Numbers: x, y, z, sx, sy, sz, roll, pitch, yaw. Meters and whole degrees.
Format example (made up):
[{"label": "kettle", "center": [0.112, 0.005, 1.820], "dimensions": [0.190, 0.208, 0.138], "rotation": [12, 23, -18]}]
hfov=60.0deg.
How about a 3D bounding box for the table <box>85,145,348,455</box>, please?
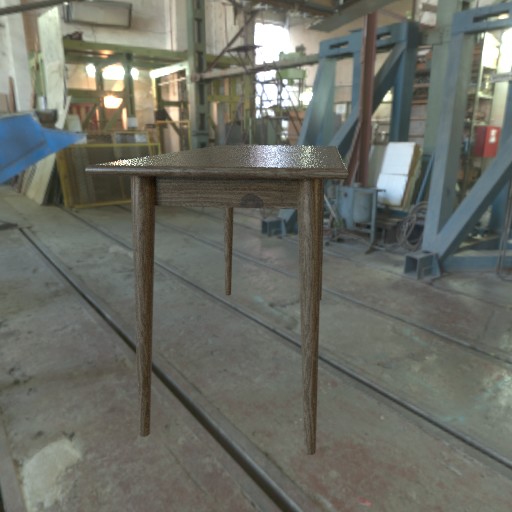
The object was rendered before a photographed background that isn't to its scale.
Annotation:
[{"label": "table", "center": [0.000, 0.000, 1.707], "dimensions": [0.599, 0.780, 1.300], "rotation": [2, 16, 9]}]
